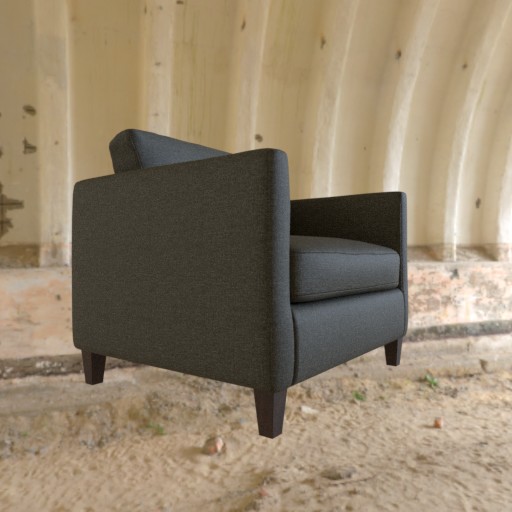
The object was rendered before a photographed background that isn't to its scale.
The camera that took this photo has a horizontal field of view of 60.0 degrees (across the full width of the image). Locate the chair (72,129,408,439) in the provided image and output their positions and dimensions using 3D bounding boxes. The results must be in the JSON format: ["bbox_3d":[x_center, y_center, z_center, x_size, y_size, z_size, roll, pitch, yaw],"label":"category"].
[{"bbox_3d":[0.000,0.000,1.814,0.959,0.963,1.107,0,0,37],"label":"chair"}]
